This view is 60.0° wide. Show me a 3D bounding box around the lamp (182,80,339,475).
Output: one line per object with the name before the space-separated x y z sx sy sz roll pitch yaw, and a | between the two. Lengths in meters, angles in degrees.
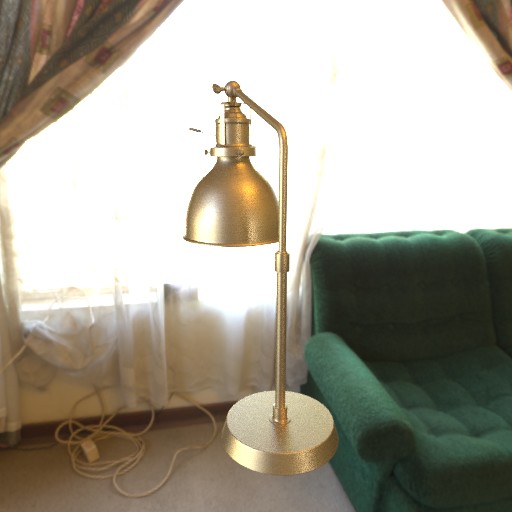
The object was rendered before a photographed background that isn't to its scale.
lamp | 0.000 0.000 0.589 0.153 0.456 0.286 -7 15 -27
